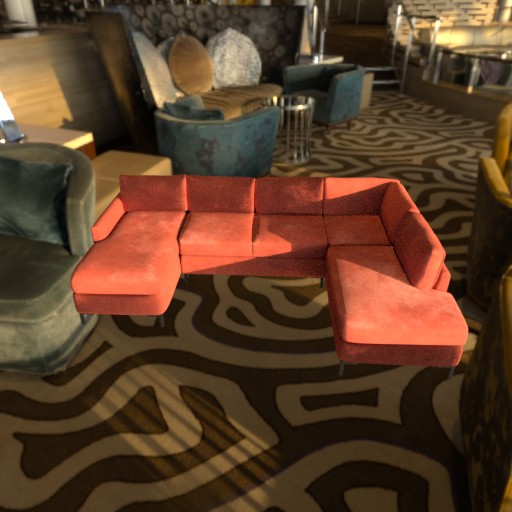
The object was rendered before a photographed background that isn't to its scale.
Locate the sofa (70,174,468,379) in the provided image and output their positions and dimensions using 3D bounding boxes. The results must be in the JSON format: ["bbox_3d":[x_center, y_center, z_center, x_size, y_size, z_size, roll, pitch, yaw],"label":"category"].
[{"bbox_3d":[0.000,0.000,3.855,2.971,0.858,1.981,1,31,2],"label":"sofa"}]
